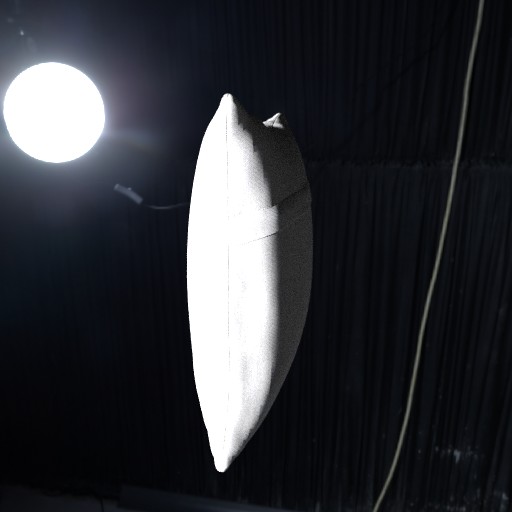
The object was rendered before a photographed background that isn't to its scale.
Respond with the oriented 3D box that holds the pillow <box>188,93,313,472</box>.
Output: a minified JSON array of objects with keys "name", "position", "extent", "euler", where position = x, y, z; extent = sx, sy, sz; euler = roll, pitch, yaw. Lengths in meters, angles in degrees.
[{"name":"pillow","position":[0.000,0.000,0.681],"extent":[0.173,0.436,0.433],"euler":[3,16,9]}]
